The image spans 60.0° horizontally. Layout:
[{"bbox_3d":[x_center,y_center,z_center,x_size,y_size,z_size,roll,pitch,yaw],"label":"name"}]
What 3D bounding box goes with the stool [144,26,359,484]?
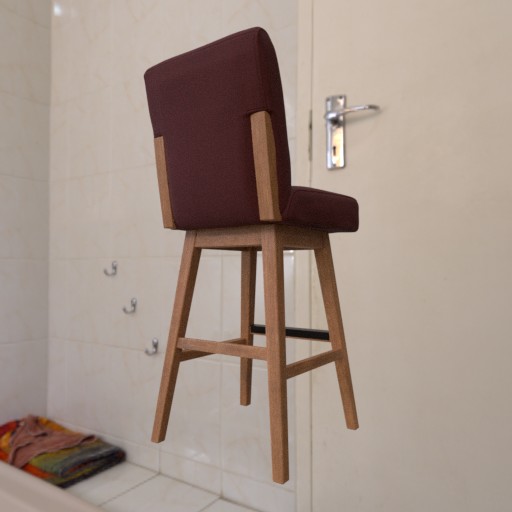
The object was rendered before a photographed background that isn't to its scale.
[{"bbox_3d":[0.000,0.000,1.360,0.468,1.093,0.562,-1,-2,35],"label":"stool"}]
